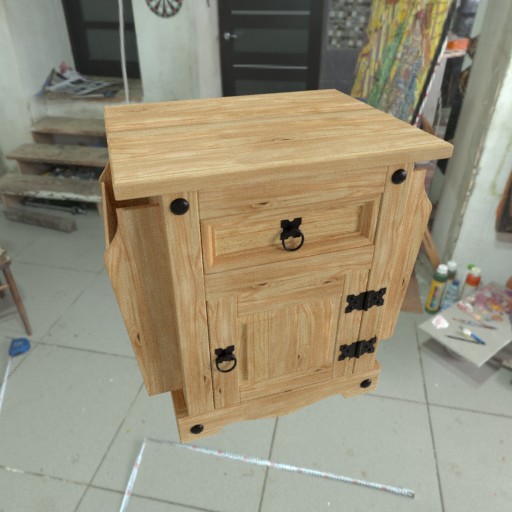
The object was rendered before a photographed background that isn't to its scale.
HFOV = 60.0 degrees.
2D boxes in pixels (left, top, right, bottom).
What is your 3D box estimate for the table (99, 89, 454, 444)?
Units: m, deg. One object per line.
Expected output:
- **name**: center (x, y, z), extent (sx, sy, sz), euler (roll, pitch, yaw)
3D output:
- **table**: center (0.000, 0.000, 0.860), extent (0.530, 0.515, 0.380), euler (-10, 34, -15)
